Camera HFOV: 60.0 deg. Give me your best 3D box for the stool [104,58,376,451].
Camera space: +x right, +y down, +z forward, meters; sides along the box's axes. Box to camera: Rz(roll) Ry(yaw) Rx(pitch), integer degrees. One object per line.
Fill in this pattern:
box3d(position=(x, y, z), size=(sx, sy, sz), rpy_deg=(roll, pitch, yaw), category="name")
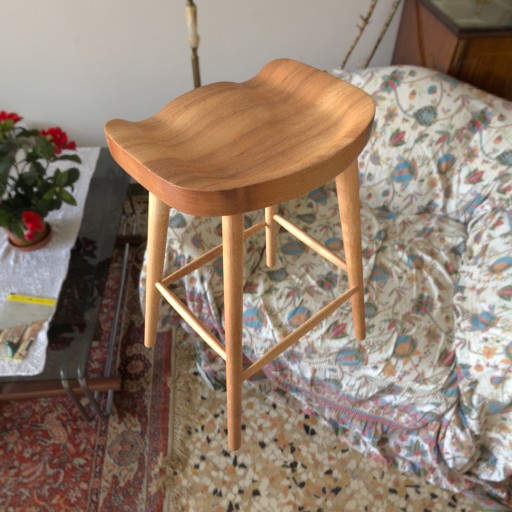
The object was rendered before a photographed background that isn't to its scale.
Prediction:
box3d(position=(0.000, 0.000, 0.901), size=(0.440, 0.615, 0.361), rpy_deg=(-32, 54, -27), category="stool")
